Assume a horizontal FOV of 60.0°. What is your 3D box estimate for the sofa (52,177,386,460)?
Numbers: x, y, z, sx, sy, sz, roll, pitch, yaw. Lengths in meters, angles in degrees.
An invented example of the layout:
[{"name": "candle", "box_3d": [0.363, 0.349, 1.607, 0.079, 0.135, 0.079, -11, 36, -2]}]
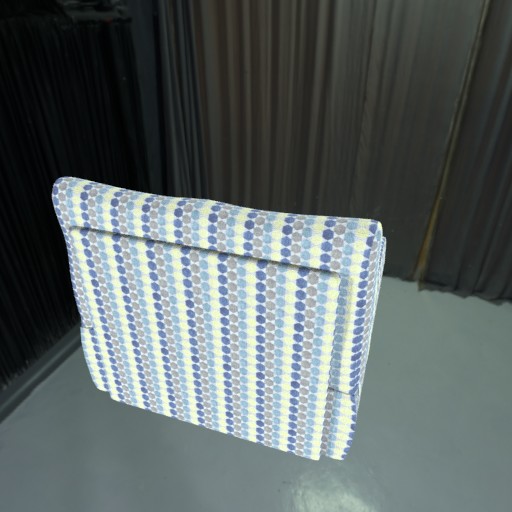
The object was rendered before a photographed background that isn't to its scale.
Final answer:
[{"name": "sofa", "box_3d": [0.000, 0.000, 1.678, 0.930, 0.830, 1.000, 10, 32, 16]}]
